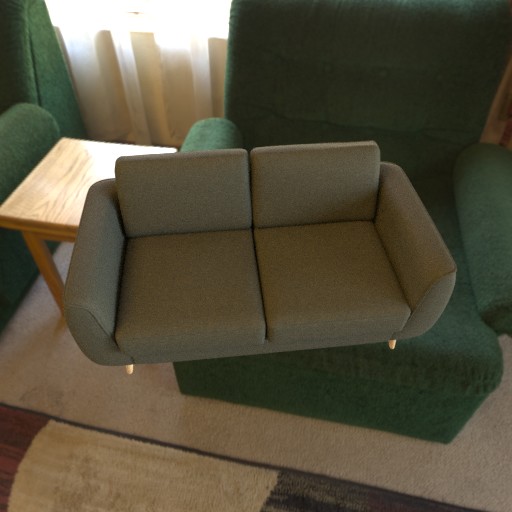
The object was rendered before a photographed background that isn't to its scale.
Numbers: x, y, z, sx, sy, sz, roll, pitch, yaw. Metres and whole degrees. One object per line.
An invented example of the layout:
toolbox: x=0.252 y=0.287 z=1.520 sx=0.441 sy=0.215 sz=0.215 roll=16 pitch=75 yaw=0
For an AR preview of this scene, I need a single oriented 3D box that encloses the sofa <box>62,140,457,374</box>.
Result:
sofa: x=0.000 y=0.000 z=2.261 sx=1.700 sy=0.850 sz=0.920 roll=-4 pitch=46 yaw=-4
